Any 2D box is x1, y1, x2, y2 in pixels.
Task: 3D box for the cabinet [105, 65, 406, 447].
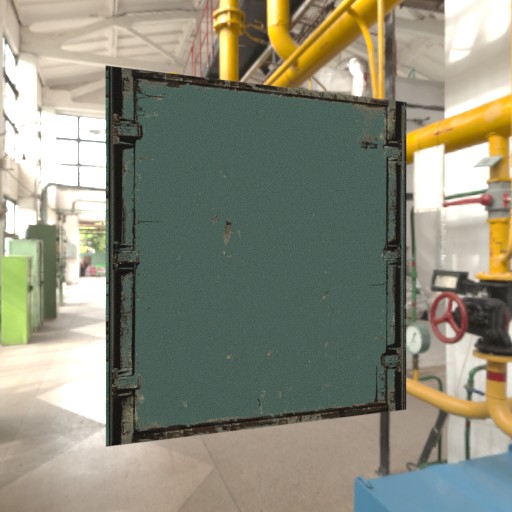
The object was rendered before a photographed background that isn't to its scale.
[{"bbox_3d":[0.000,0.000,3.135,2.000,2.160,0.680,0,0,-18],"label":"cabinet"}]
